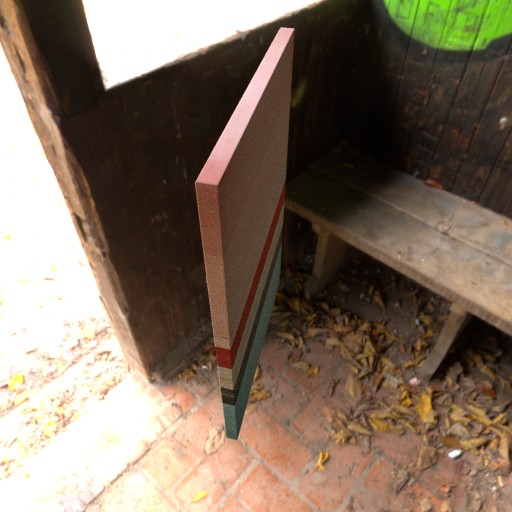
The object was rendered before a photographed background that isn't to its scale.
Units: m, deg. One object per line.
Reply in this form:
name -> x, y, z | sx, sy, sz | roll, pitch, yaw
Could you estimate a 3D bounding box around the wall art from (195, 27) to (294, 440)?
wall art -> 0.000, 0.000, 1.157 | 0.038, 0.914, 0.610 | 10, 47, 9
